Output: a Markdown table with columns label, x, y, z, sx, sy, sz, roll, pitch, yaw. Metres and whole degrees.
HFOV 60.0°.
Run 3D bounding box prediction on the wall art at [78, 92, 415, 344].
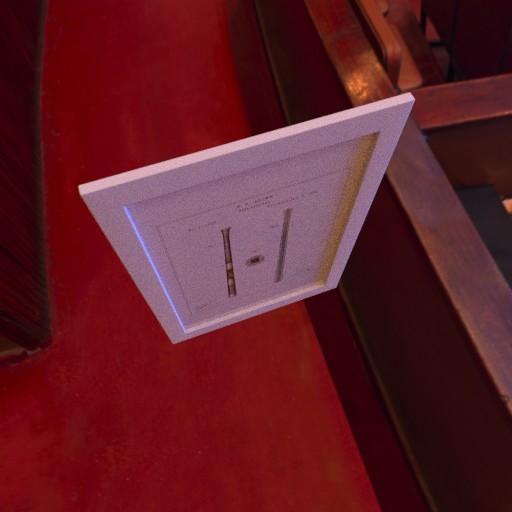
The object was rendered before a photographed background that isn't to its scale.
| label | x | y | z | sx | sy | sz | roll | pitch | yaw |
| --- | --- | --- | --- | --- | --- | --- | --- | --- | --- |
| wall art | 0.000 | 0.000 | 0.627 | 0.329 | 0.482 | 0.011 | -18 | 65 | -9 |
